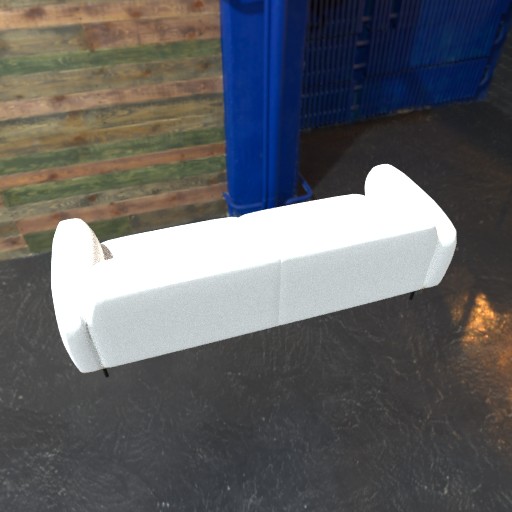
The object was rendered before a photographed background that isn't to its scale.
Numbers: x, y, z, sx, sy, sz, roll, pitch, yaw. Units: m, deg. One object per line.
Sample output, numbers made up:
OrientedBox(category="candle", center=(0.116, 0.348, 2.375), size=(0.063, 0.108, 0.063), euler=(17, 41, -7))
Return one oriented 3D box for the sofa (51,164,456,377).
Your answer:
OrientedBox(category="sofa", center=(0.000, 0.000, 2.710), size=(2.280, 0.780, 0.870), euler=(-12, 44, -13))
